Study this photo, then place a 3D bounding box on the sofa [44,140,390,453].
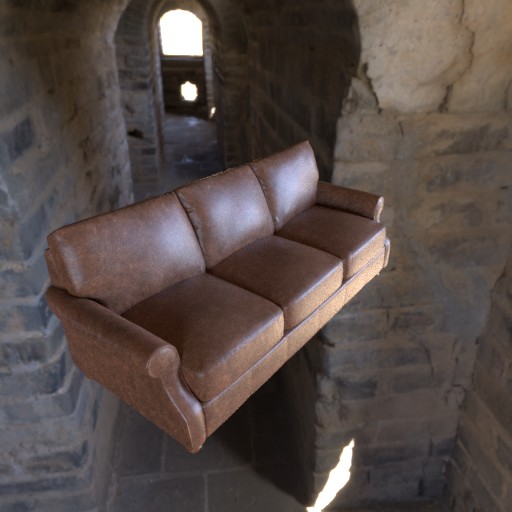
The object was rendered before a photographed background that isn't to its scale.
[{"bbox_3d":[0.000,0.000,2.792,0.973,0.977,2.351,20,34,32],"label":"sofa"}]
